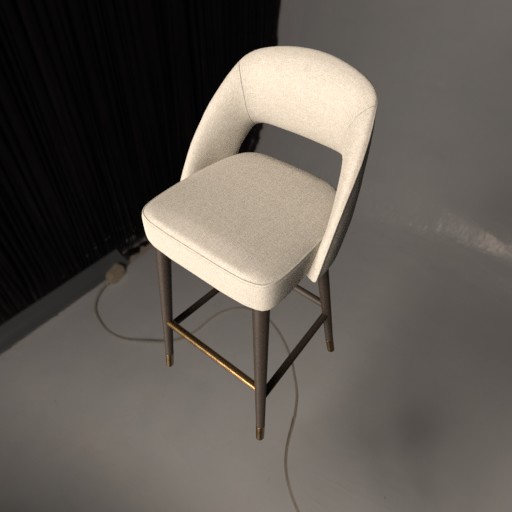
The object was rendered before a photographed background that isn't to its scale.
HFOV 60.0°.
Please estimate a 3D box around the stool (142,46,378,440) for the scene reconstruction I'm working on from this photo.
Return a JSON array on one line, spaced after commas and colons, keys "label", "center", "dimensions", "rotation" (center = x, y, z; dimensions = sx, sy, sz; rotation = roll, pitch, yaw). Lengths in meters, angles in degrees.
[{"label": "stool", "center": [0.000, 0.000, 1.313], "dimensions": [0.494, 1.037, 0.509], "rotation": [30, 52, 27]}]
